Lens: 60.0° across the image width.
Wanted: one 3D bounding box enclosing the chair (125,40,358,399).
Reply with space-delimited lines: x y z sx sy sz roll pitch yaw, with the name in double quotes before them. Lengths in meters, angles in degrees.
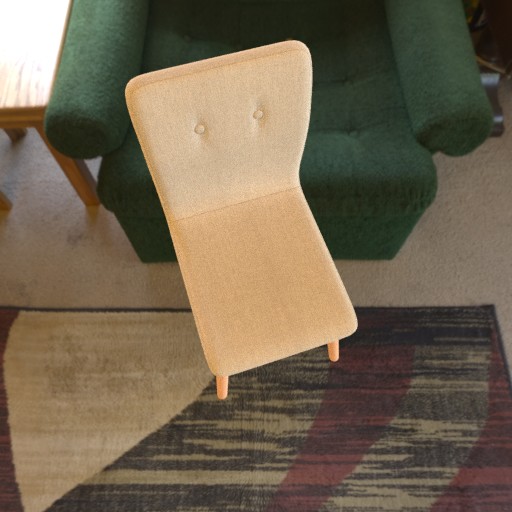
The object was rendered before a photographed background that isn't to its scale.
"chair" 0.000 0.000 1.211 0.435 0.885 0.550 -17 66 -8
